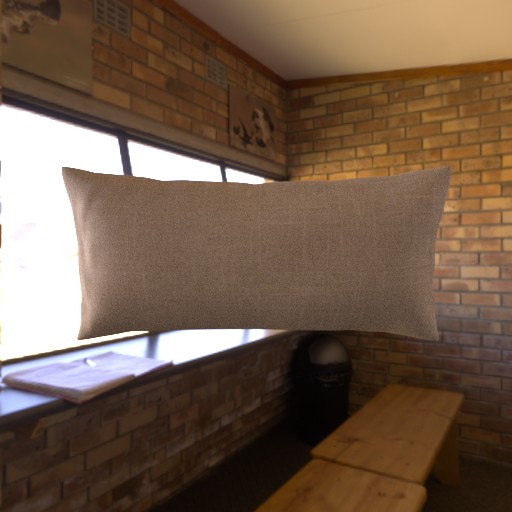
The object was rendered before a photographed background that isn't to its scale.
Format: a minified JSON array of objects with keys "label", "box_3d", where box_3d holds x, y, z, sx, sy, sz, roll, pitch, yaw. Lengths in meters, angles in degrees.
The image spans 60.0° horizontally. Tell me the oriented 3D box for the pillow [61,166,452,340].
[{"label":"pillow","box_3d":[0.000,0.000,0.720,0.612,0.282,0.155,0,0,0]}]
